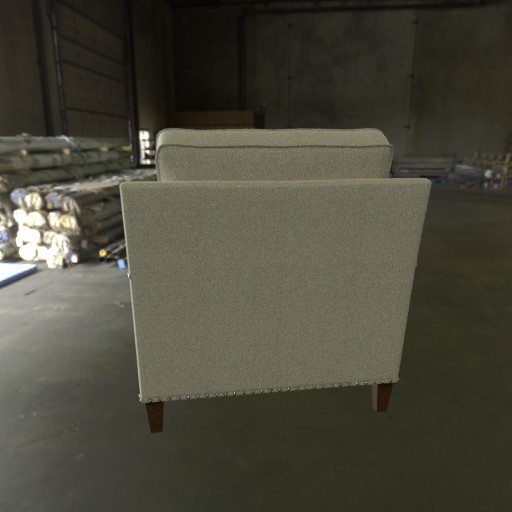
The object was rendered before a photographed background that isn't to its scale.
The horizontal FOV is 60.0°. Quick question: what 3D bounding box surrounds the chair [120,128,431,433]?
[{"bbox_3d":[0.000,0.000,1.732,0.853,0.943,1.014,-2,15,-8],"label":"chair"}]
